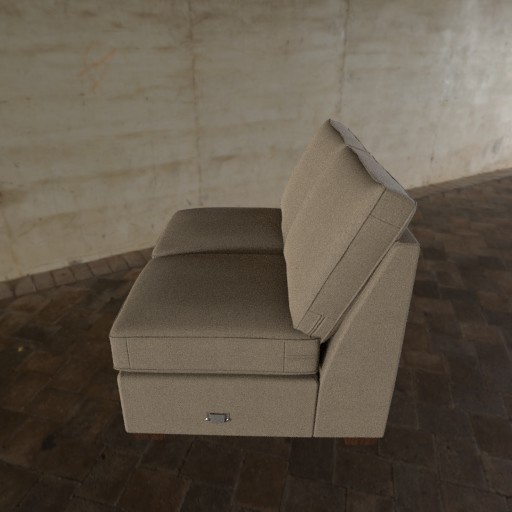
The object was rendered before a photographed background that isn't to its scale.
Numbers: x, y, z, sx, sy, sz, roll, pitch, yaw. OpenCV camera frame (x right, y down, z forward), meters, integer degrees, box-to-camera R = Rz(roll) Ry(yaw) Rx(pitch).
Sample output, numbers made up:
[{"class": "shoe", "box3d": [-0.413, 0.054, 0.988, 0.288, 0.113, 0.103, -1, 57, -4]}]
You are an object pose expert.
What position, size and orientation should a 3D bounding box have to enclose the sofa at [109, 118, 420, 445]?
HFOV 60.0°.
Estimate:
[{"class": "sofa", "box3d": [0.000, 0.000, 1.971, 0.978, 1.006, 1.232, 1, 26, 1]}]
